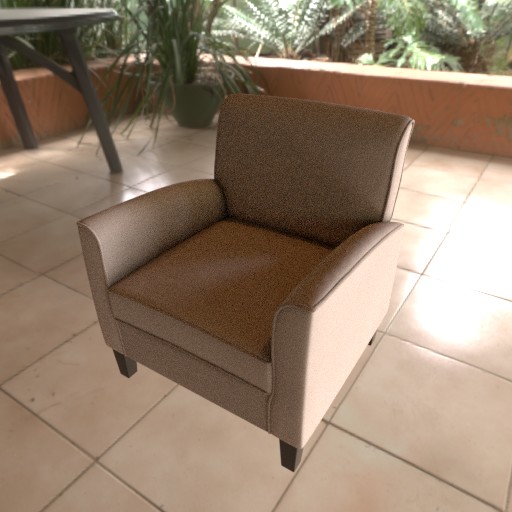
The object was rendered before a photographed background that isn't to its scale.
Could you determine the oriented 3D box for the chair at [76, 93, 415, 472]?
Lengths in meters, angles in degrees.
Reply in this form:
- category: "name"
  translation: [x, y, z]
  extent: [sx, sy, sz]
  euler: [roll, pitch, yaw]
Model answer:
- category: "chair"
  translation: [0.000, 0.000, 1.550]
  extent: [0.820, 0.915, 0.820]
  euler: [18, 36, 27]
